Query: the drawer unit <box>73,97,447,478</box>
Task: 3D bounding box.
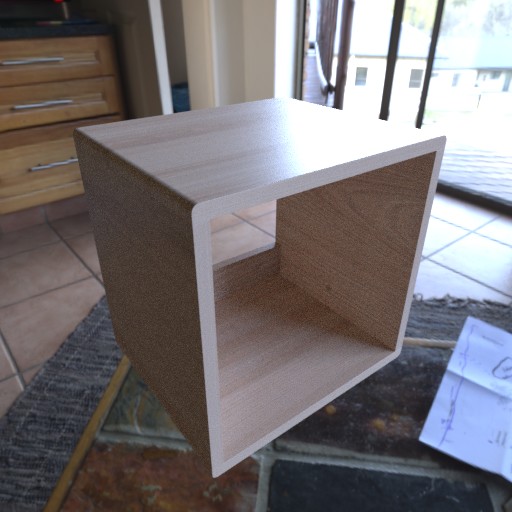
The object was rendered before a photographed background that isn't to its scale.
[{"bbox_3d":[0.000,0.000,0.616,0.344,0.344,0.290,-21,36,-31],"label":"drawer unit"}]
